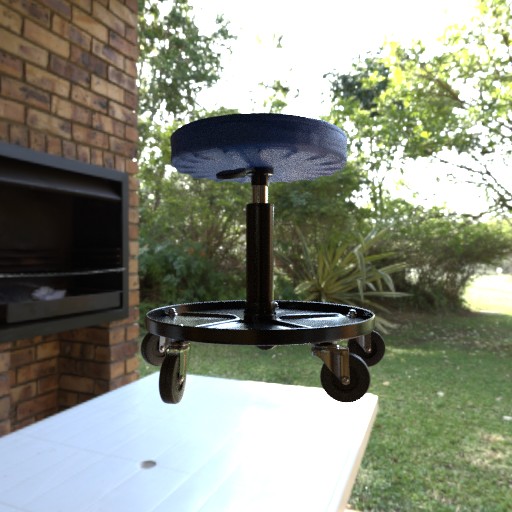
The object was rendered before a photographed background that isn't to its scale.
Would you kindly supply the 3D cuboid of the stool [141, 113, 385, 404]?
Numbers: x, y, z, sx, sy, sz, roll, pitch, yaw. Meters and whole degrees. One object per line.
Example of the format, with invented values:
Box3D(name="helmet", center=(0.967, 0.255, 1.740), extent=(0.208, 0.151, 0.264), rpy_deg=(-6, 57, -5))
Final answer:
Box3D(name="stool", center=(0.000, 0.000, 0.687), extent=(0.381, 0.365, 0.382), rpy_deg=(0, 0, 17))
